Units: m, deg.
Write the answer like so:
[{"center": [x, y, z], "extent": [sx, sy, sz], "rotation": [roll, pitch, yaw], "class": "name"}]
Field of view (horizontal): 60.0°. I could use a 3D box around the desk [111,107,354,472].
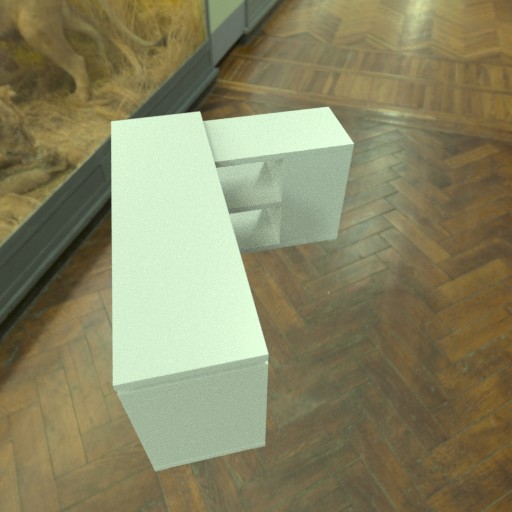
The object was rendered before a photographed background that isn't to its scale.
[{"center": [0.000, 0.000, 2.160], "extent": [1.200, 0.753, 1.524], "rotation": [-9, 47, -9], "class": "desk"}]
